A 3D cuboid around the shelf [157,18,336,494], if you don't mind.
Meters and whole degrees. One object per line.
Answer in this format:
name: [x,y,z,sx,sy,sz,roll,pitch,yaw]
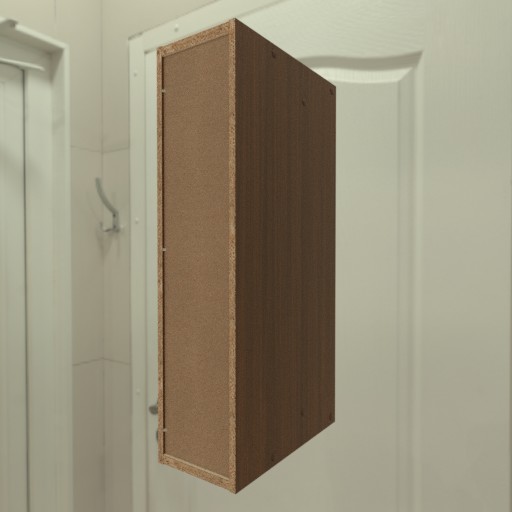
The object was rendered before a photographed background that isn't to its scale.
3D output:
shelf: [0.000,0.000,0.717,0.147,0.600,0.290,1,1,36]
